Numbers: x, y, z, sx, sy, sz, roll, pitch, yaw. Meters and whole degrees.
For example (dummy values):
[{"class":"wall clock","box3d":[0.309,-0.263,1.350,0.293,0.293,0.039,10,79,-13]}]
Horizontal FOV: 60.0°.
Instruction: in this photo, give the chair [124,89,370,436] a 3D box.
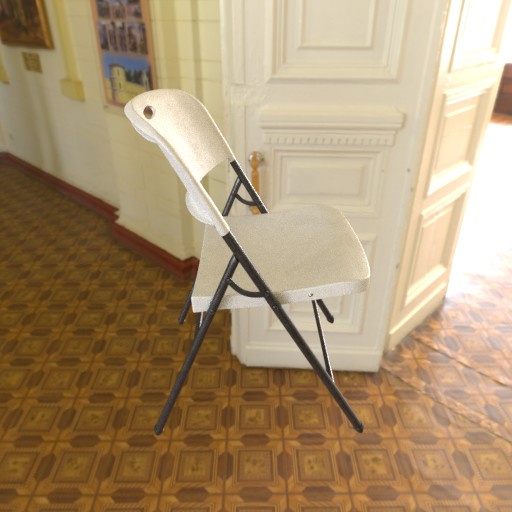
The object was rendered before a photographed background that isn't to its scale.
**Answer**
[{"class":"chair","box3d":[0.000,0.000,1.182,0.566,0.810,0.494,0,30,-1]}]
